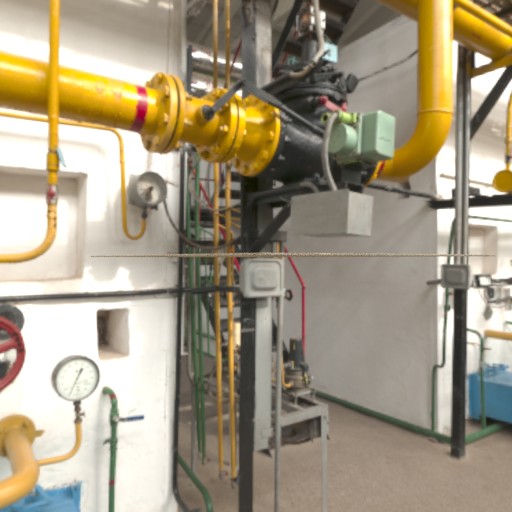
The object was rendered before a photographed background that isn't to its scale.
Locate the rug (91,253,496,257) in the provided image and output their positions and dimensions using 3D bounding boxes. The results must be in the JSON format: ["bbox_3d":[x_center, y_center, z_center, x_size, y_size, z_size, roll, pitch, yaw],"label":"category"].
[{"bbox_3d":[0.000,0.000,2.187,1.142,0.006,1.752,0,0,-34],"label":"rug"}]
